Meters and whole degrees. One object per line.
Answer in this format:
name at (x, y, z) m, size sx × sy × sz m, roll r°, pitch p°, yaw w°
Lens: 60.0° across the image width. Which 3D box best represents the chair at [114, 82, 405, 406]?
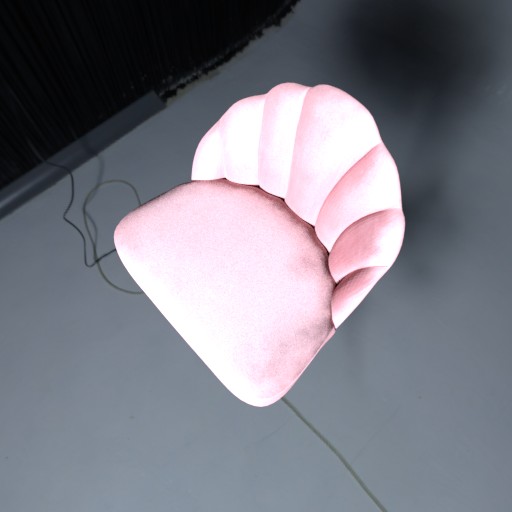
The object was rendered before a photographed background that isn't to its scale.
chair at (0.000, 0.000, 1.268) m, size 0.599 × 0.819 × 0.657 m, roll -39°, pitch 70°, yaw -17°
